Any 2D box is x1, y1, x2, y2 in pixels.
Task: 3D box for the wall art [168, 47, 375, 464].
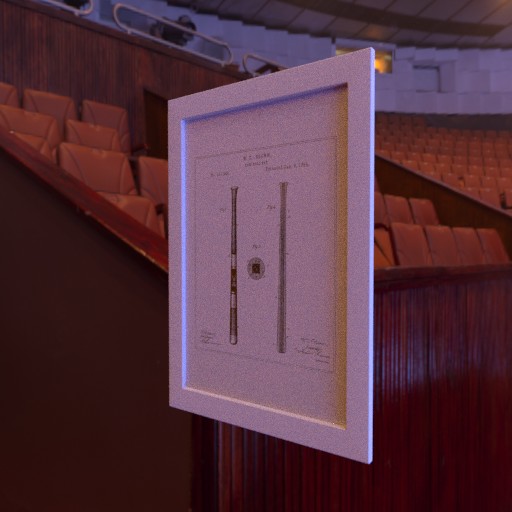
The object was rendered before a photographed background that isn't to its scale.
[{"bbox_3d":[0.000,0.000,0.609,0.329,0.482,0.011,1,2,35],"label":"wall art"}]
